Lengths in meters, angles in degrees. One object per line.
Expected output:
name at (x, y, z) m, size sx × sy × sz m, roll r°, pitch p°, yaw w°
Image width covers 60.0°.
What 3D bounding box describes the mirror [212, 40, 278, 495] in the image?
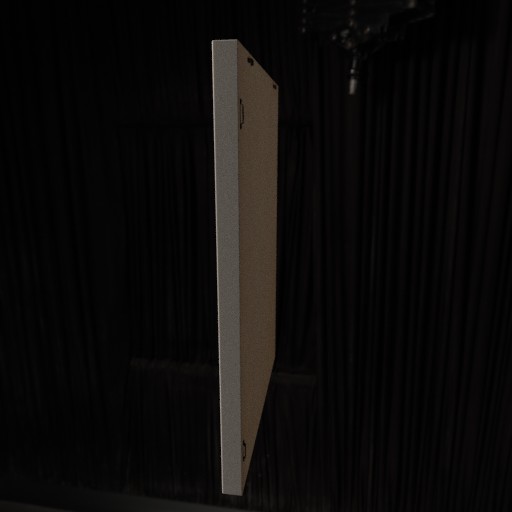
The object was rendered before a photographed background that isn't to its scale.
mirror at (0.000, 0.000, 0.908) m, size 0.039 × 0.710 × 0.507 m, roll 2°, pitch 15°, yaw 8°
